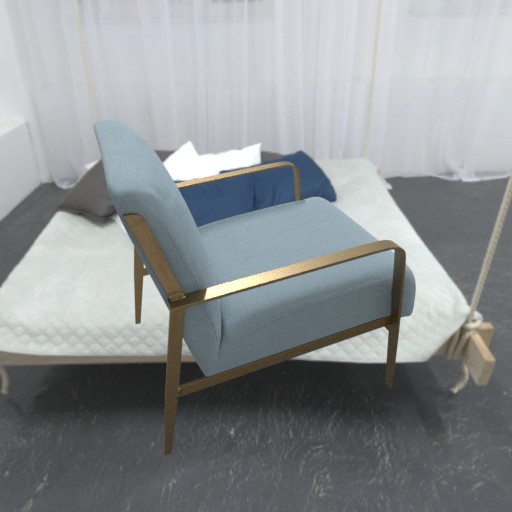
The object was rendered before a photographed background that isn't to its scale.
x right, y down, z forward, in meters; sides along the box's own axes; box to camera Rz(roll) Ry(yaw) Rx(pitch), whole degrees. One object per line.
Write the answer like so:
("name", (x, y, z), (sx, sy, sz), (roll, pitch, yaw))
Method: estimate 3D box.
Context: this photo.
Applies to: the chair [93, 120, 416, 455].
("chair", (0.000, 0.000, 1.446), (0.842, 0.824, 0.701), (-11, 33, -18))
